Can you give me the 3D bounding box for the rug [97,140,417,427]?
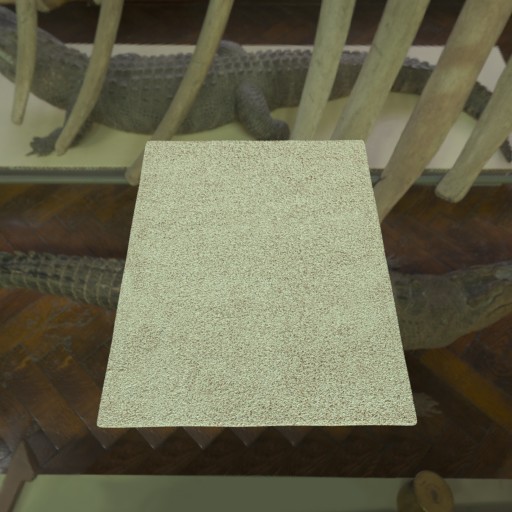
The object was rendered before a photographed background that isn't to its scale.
[{"bbox_3d":[0.000,0.000,4.168,2.438,0.029,3.047,0,58,0],"label":"rug"}]
